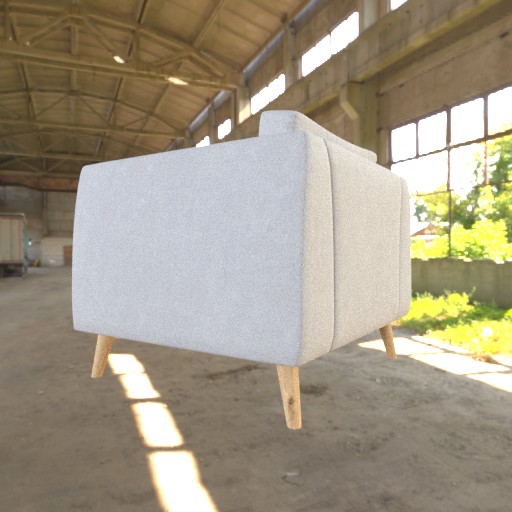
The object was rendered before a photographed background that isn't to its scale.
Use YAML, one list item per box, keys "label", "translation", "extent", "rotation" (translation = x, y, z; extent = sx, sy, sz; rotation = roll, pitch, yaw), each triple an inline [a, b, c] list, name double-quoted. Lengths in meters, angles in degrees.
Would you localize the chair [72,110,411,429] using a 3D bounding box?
- label: "chair"
  translation: [0.000, 0.000, 1.714]
  extent: [0.930, 0.860, 1.000]
  rotation: [1, 1, 34]
